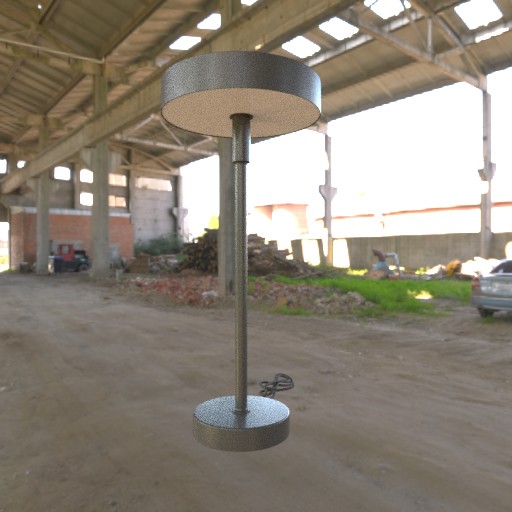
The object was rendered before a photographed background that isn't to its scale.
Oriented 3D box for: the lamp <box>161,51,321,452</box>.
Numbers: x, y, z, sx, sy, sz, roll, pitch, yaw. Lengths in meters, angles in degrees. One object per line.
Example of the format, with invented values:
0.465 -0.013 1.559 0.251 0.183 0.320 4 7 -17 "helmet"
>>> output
0.000 0.000 0.711 0.229 0.508 0.369 0 0 18 "lamp"
